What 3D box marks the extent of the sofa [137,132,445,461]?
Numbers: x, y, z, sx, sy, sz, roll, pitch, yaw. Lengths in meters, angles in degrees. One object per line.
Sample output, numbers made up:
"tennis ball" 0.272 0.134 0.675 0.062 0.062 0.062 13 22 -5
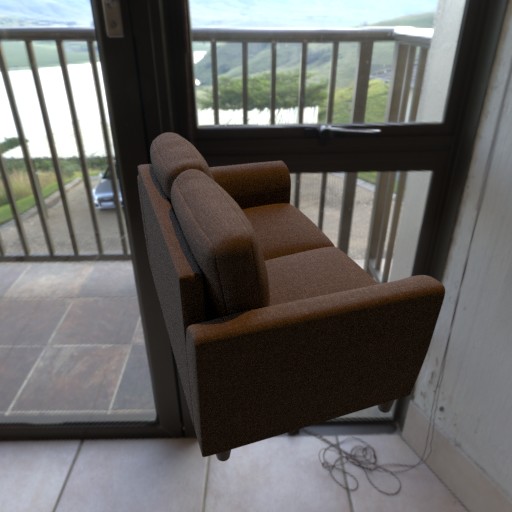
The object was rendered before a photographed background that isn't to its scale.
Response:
"sofa" 0.000 0.000 1.975 0.851 0.885 1.423 -10 31 -17
